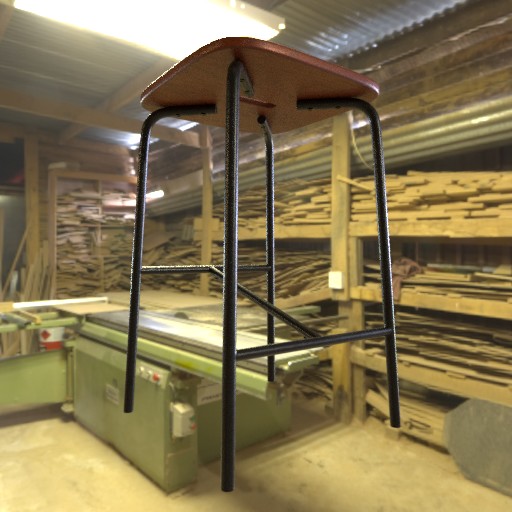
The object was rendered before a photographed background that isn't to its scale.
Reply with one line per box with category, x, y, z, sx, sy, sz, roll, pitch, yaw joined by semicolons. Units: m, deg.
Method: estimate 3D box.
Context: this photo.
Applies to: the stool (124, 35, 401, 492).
stool;0.000;0.000;0.831;0.376;0.610;0.376;0;0;-37
